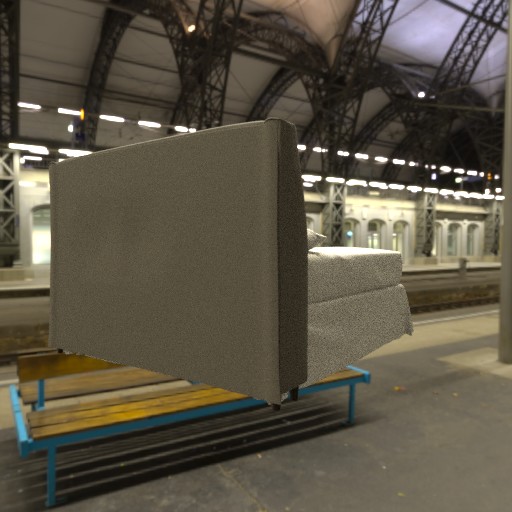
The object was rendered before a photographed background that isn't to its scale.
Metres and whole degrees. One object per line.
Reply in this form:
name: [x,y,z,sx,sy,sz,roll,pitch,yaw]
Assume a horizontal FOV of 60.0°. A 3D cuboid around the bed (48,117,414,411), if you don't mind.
bed: [0.000,0.000,3.406,1.925,1.332,2.276,1,2,36]
